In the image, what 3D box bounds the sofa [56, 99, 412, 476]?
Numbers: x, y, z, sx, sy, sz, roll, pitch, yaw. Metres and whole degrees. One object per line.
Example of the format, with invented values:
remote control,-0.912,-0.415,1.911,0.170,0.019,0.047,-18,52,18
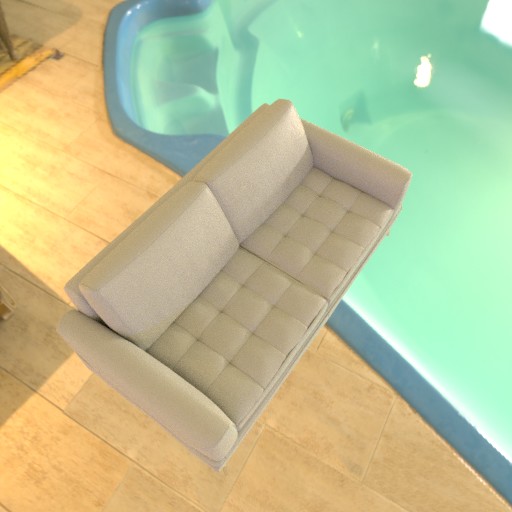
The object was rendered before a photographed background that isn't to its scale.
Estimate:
sofa,0.000,0.000,2.735,1.121,0.930,2.177,31,62,19
